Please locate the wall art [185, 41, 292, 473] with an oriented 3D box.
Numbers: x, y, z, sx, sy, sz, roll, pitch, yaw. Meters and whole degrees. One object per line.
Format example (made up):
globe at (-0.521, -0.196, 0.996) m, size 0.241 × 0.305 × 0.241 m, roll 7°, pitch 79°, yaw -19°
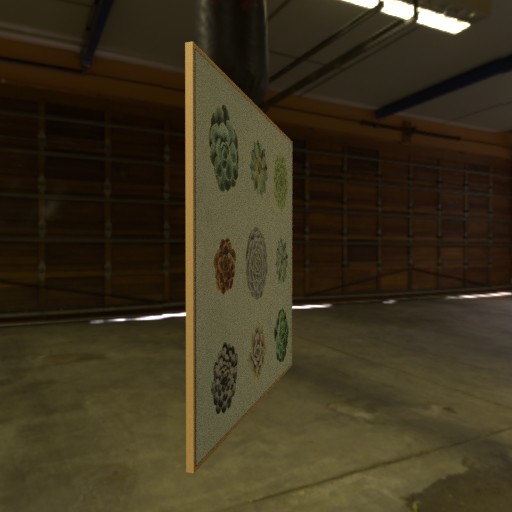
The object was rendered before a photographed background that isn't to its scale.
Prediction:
wall art at (0.000, 0.000, 0.986) m, size 0.014 × 0.655 × 0.657 m, roll 0°, pitch 1°, yaw 18°
